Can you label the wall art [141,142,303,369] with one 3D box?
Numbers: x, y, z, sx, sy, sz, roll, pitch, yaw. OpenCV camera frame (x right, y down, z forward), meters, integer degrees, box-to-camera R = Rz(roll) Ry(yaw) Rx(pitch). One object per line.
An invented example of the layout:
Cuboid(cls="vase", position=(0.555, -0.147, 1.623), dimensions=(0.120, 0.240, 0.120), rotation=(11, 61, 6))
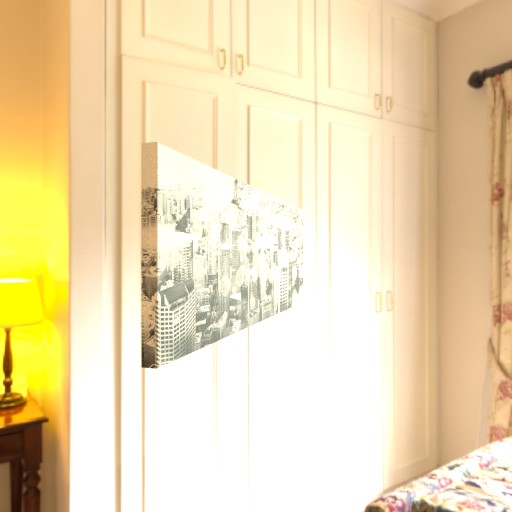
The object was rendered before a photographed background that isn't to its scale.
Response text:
Cuboid(cls="wall art", position=(0.000, 0.000, 1.716), dimensions=(0.044, 0.507, 1.520), rotation=(0, 0, 18))
